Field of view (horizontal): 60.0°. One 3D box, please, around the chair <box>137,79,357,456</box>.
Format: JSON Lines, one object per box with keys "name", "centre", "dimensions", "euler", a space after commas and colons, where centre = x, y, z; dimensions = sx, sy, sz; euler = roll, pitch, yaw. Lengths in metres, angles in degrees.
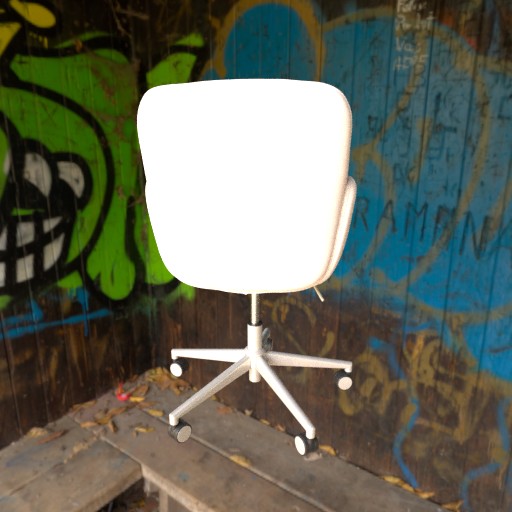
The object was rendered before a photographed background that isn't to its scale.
{"name": "chair", "centre": [0.000, 0.000, 1.375], "dimensions": [0.648, 0.959, 0.633], "euler": [2, 16, 8]}
